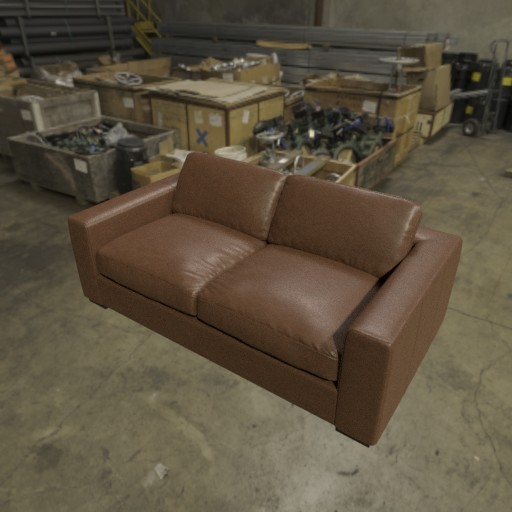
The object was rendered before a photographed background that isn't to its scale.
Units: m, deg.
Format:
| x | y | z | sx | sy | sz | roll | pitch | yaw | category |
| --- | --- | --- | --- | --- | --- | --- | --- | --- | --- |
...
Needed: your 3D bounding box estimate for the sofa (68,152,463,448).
| x | y | z | sx | sy | sz | roll | pitch | yaw | category |
| --- | --- | --- | --- | --- | --- | --- | --- | --- | --- |
| 0.000 | 0.000 | 2.481 | 1.920 | 0.800 | 1.070 | 19 | 35 | 30 | sofa |
